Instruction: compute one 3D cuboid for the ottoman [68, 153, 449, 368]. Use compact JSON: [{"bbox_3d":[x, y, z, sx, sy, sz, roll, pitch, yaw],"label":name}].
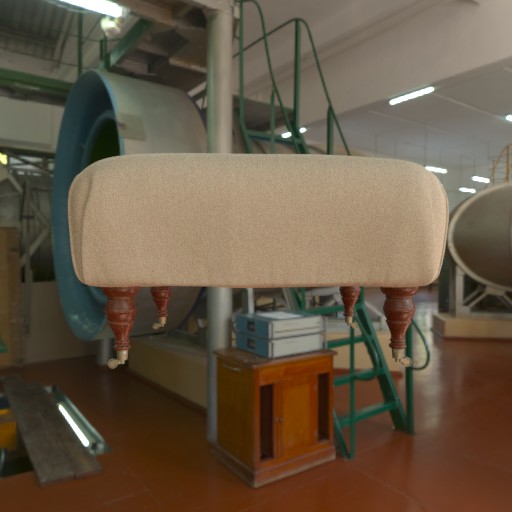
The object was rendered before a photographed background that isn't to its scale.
[{"bbox_3d":[0.000,0.000,1.123,0.746,0.450,0.639,0,1,-1],"label":"ottoman"}]
